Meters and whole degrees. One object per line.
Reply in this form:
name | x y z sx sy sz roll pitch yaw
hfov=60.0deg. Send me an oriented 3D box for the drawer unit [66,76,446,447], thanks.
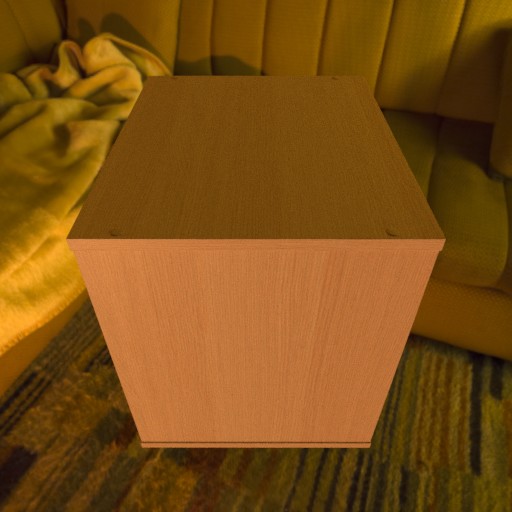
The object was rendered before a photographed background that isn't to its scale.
drawer unit | 0.000 0.000 0.582 0.290 0.344 0.349 0 41 0
